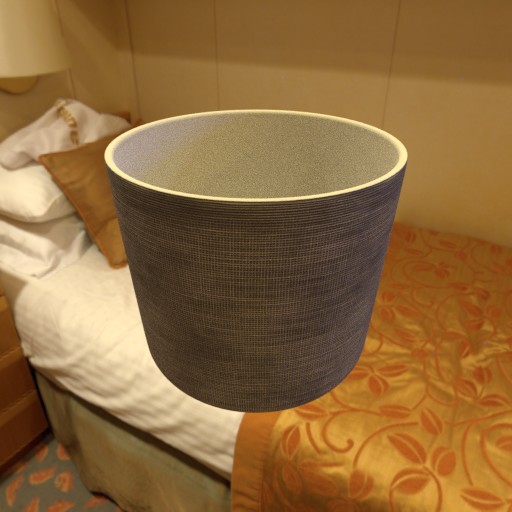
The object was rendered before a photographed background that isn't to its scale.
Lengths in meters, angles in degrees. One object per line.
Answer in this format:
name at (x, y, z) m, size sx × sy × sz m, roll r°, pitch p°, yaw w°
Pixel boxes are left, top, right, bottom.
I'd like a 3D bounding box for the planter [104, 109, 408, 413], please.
planter at (0.000, 0.000, 0.769) m, size 0.440 × 0.398 × 0.440 m, roll 0°, pitch 31°, yaw 0°
